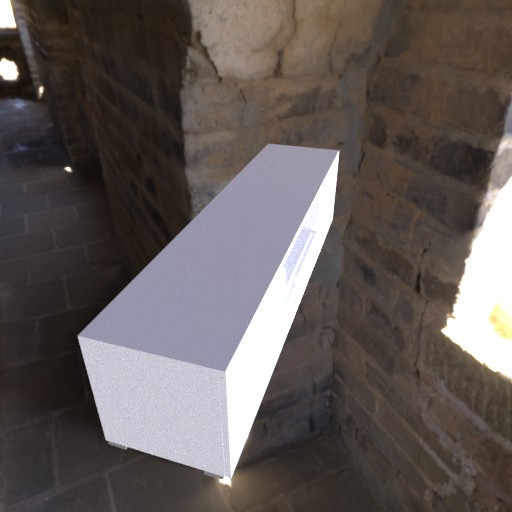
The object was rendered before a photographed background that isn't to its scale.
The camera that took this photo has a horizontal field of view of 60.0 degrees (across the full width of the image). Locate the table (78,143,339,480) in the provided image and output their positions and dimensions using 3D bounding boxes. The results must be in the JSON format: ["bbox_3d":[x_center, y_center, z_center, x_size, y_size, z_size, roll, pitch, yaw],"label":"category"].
[{"bbox_3d":[0.000,0.000,1.817,0.390,0.420,1.650,9,32,15],"label":"table"}]
